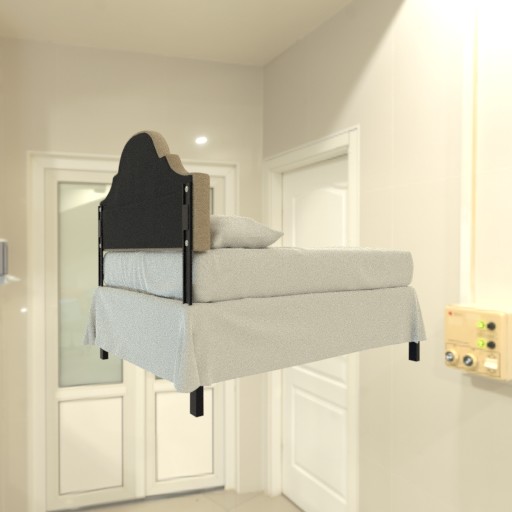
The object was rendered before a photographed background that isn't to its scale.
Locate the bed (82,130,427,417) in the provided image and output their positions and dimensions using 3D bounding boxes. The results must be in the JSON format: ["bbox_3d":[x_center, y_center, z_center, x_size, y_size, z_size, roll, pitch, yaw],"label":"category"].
[{"bbox_3d":[0.000,0.000,3.487,2.222,1.634,1.780,0,1,-37],"label":"bed"}]
